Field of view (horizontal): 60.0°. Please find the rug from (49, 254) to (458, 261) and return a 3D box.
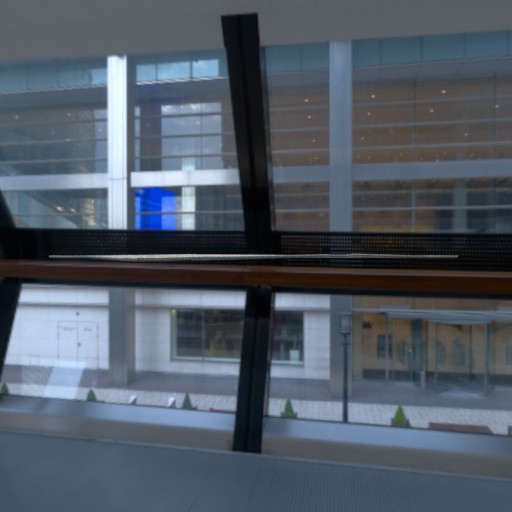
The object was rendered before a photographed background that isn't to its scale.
[{"bbox_3d":[0.000,0.000,3.065,2.338,0.030,1.616,0,0,-36],"label":"rug"}]
